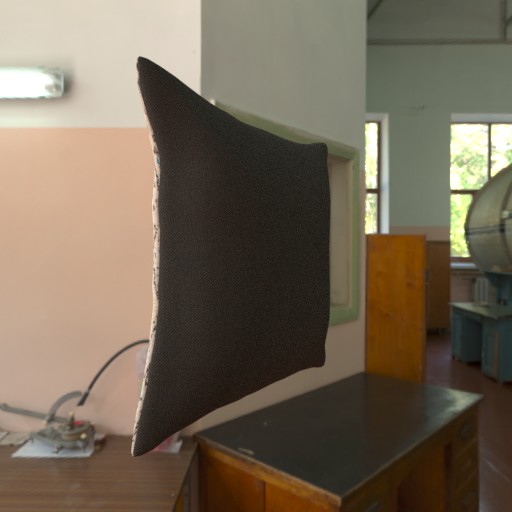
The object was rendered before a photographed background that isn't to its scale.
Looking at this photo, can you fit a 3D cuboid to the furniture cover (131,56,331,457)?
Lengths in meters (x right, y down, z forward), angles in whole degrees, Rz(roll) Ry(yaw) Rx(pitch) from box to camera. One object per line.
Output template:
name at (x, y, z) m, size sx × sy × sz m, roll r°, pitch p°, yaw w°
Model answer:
furniture cover at (0.000, 0.000, 0.762) m, size 0.180 × 0.498 × 0.525 m, roll 0°, pitch 1°, yaw 35°
